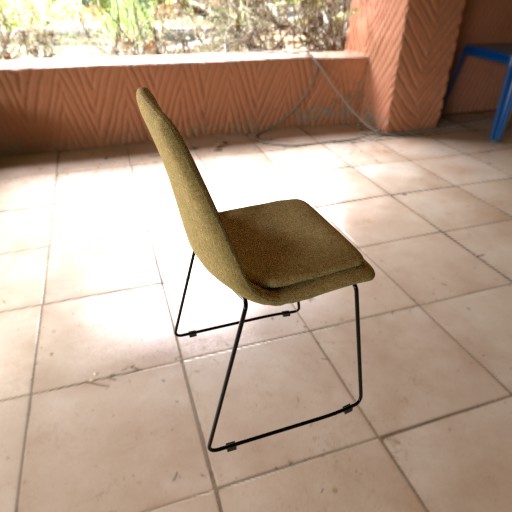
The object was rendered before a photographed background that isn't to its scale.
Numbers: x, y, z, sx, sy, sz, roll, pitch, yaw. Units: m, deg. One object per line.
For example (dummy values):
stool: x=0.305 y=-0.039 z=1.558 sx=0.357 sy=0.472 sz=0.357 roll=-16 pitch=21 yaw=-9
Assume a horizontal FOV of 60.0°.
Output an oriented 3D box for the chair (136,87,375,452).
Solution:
chair: x=0.000 y=0.000 z=1.164 sx=0.496 sy=0.849 sz=0.479 roll=-10 pitch=33 yaw=-16
